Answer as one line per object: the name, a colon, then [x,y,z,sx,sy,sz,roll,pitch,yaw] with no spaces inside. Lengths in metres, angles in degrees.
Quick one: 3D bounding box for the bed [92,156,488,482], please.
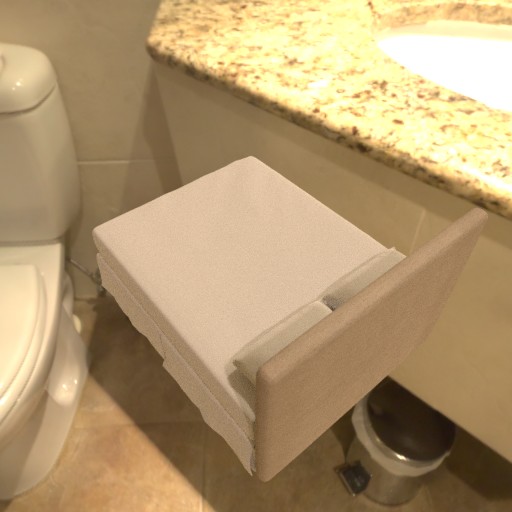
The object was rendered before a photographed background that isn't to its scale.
bed: [0.000,0.000,3.155,1.713,1.330,2.162,-31,54,-26]
